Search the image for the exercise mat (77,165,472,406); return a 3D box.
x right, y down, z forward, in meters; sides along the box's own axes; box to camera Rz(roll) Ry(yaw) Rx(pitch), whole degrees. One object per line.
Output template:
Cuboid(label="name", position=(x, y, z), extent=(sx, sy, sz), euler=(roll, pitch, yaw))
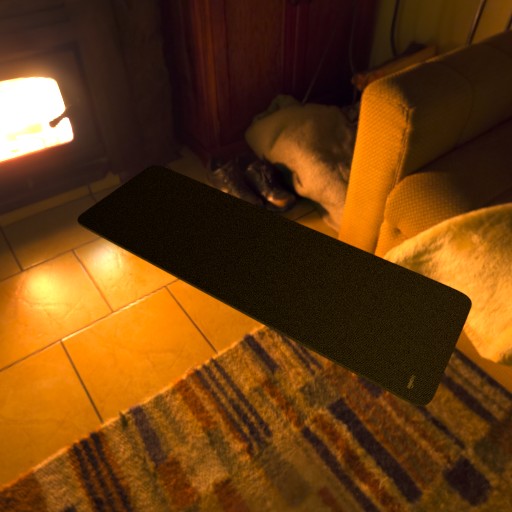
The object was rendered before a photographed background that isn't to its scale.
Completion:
Cuboid(label="exercise mat", position=(0.000, 0.000, 2.102), extent=(1.869, 0.021, 0.616), euler=(25, 51, 23))
